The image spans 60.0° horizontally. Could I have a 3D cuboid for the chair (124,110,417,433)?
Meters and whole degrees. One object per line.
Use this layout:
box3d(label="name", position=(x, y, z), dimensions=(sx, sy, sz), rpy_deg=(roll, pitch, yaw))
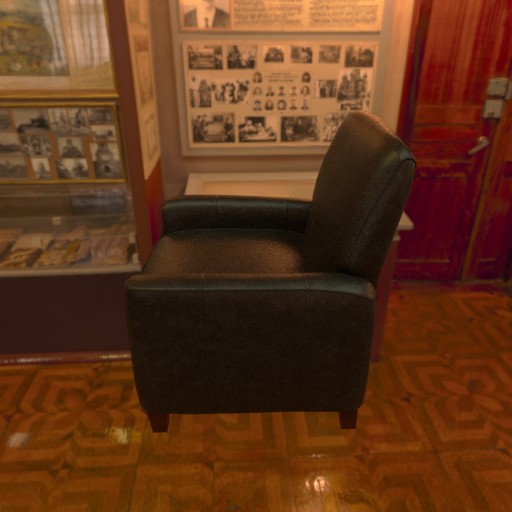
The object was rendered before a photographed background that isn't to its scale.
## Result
box3d(label="chair", position=(0.000, 0.000, 1.674), dimensions=(0.864, 1.014, 0.848), rpy_deg=(-1, 27, -1))
